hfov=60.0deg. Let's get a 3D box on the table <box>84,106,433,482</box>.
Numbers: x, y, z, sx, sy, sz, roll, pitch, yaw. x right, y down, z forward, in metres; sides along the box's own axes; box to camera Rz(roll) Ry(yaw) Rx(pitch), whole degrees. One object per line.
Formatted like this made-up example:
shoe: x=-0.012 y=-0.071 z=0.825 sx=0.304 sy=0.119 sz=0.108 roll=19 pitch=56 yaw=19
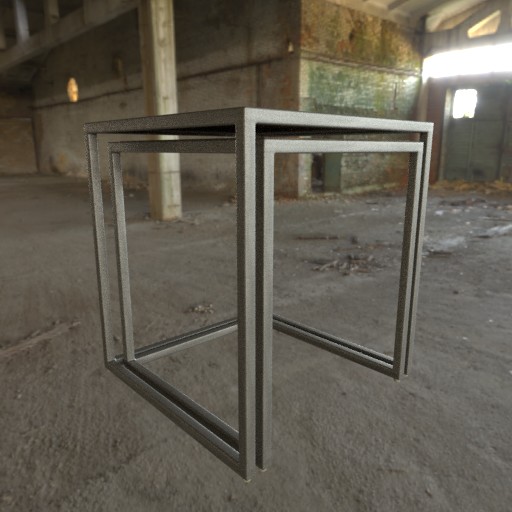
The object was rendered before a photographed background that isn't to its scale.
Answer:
table: x=0.000 y=0.000 z=0.859 sx=0.450 sy=0.500 sz=0.449 roll=-12 pitch=18 yaw=-41
